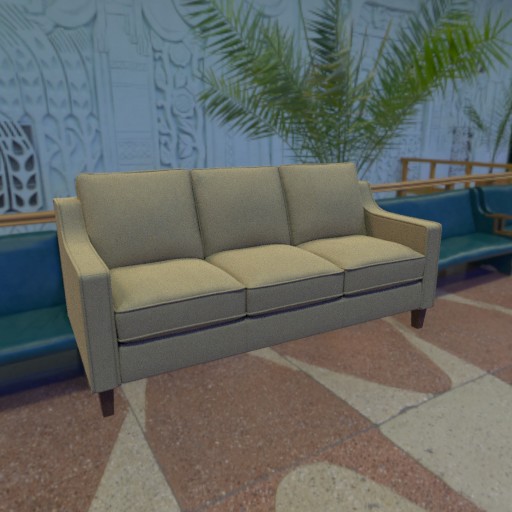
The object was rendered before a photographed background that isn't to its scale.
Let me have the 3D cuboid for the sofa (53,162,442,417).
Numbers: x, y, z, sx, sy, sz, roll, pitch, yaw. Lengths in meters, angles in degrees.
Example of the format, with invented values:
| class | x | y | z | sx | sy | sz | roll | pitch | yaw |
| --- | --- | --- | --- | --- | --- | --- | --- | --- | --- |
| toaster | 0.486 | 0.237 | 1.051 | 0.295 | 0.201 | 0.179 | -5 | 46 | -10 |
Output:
| class | x | y | z | sx | sy | sz | roll | pitch | yaw |
| --- | --- | --- | --- | --- | --- | --- | --- | --- | --- |
| sofa | 0.000 | 0.000 | 2.526 | 1.986 | 0.974 | 0.911 | -8 | 18 | -27 |
